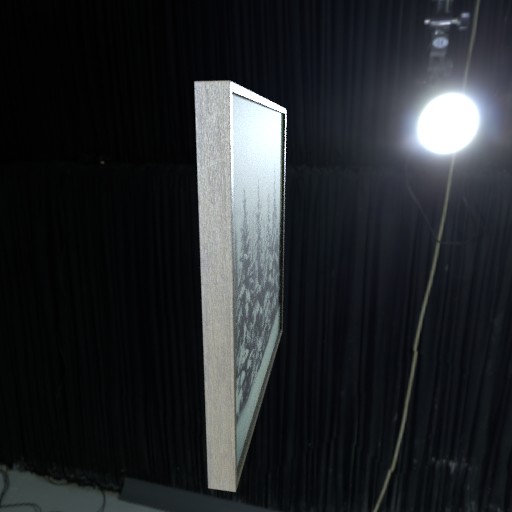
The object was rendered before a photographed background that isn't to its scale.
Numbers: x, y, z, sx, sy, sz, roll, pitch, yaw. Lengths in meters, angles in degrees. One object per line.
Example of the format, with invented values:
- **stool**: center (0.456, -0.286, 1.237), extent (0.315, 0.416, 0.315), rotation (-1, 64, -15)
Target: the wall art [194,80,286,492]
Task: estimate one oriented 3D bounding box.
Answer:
- **wall art**: center (0.000, 0.000, 0.761), extent (0.037, 0.507, 0.507), rotation (3, 15, 10)
